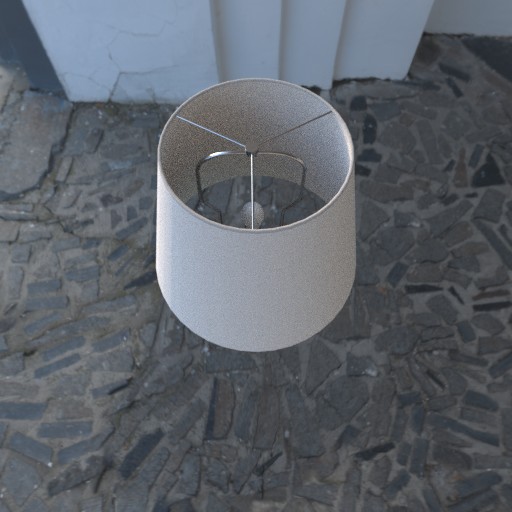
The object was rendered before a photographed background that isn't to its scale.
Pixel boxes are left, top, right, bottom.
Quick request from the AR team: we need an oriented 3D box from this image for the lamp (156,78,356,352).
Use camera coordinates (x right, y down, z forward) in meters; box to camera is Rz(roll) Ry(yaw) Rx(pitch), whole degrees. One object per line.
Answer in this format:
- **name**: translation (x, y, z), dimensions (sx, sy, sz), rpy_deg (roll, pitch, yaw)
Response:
- **lamp**: translation (0.000, 0.000, 0.798), dimensions (0.355, 0.582, 0.355), rpy_deg (0, 63, 0)
